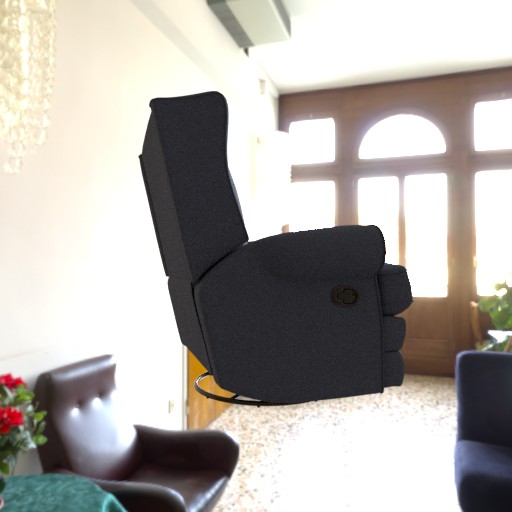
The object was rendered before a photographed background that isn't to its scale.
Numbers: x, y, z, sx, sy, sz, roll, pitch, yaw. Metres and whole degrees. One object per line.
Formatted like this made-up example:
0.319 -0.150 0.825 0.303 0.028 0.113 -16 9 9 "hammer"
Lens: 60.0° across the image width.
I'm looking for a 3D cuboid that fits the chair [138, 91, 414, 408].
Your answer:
0.000 0.000 1.757 0.877 1.020 0.971 0 -1 -18 "chair"
